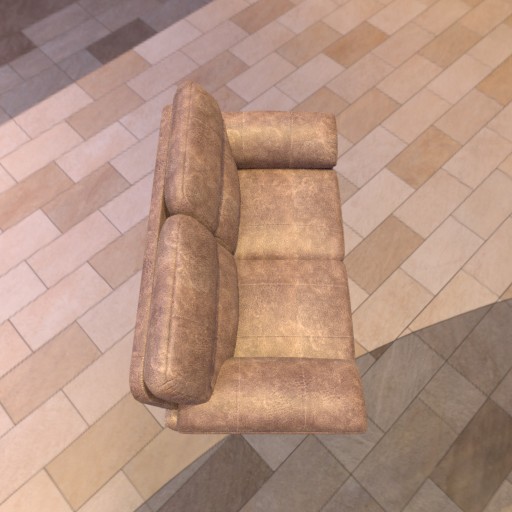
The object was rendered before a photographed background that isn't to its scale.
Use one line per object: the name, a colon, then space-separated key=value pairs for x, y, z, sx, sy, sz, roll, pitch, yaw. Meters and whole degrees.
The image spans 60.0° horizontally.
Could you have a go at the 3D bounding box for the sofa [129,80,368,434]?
sofa: x=0.000 y=0.000 z=2.330 sx=0.991 sy=0.991 sz=1.753 roll=0 pitch=64 yaw=0
